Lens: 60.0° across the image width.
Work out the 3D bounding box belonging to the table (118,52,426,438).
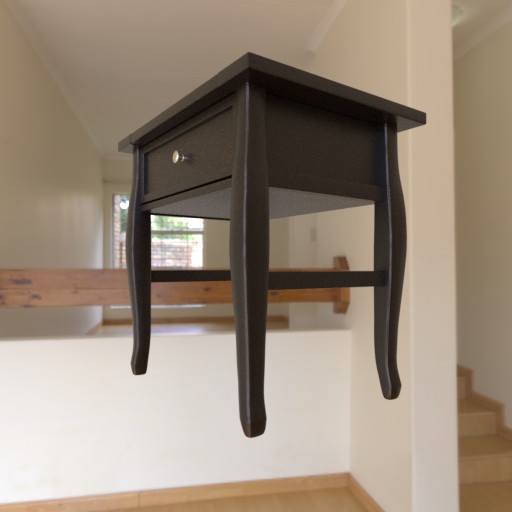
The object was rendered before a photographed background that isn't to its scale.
[{"bbox_3d":[0.000,0.000,1.042,0.460,0.604,0.602,1,-2,-36],"label":"table"}]
